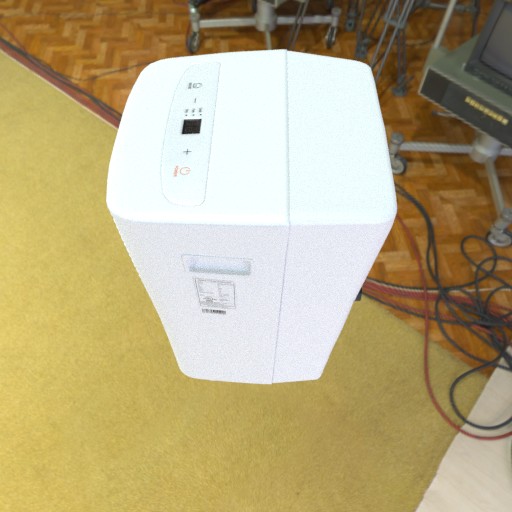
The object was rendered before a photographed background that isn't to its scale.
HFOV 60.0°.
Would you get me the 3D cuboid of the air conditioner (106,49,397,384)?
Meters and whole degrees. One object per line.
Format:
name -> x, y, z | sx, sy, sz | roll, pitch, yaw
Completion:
air conditioner -> 0.000, 0.000, 0.791 | 0.349, 0.606, 0.304 | 1, 58, 1
